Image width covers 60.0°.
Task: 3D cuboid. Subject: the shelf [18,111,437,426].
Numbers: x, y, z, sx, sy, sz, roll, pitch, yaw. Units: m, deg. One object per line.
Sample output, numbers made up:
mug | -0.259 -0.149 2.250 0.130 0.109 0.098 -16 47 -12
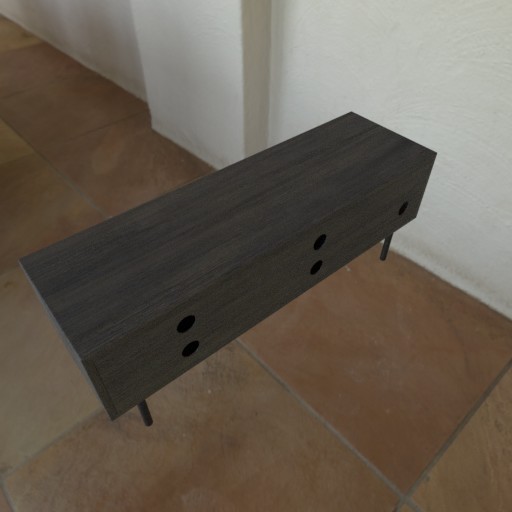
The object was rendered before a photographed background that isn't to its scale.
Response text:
shelf | 0.000 0.000 1.522 1.300 0.495 0.400 -30 52 -27
